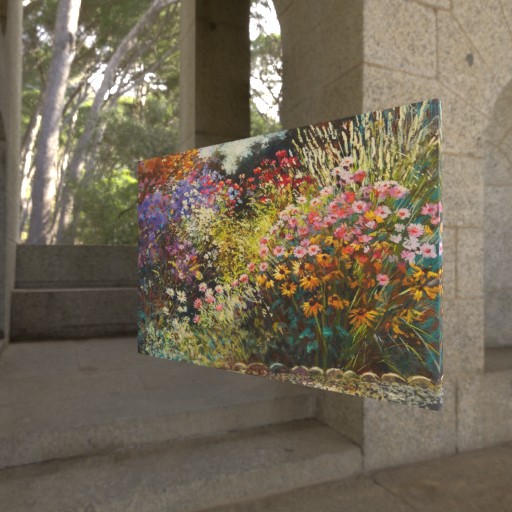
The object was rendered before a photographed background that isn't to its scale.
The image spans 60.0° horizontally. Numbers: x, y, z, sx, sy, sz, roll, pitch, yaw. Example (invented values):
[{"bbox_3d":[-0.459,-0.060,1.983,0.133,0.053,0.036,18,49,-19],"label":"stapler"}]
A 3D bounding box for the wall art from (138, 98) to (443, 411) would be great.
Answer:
[{"bbox_3d":[0.000,0.000,1.431,1.136,0.760,0.042,-1,-1,37],"label":"wall art"}]
